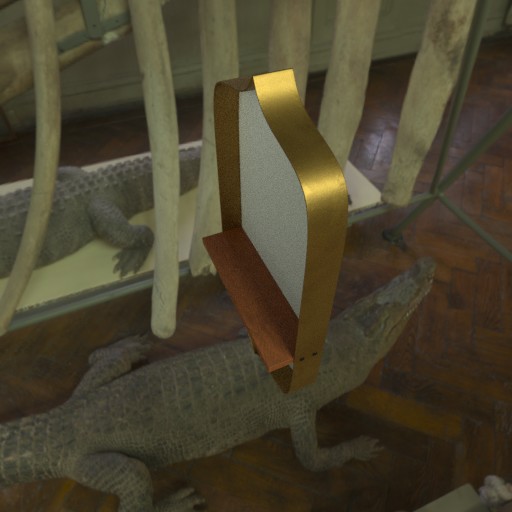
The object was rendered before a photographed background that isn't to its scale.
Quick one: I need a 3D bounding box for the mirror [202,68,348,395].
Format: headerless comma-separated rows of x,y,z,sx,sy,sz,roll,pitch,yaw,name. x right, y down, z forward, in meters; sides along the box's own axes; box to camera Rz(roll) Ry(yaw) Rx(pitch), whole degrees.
0.000,0.000,0.738,0.096,0.613,0.323,-18,49,-16,mirror
